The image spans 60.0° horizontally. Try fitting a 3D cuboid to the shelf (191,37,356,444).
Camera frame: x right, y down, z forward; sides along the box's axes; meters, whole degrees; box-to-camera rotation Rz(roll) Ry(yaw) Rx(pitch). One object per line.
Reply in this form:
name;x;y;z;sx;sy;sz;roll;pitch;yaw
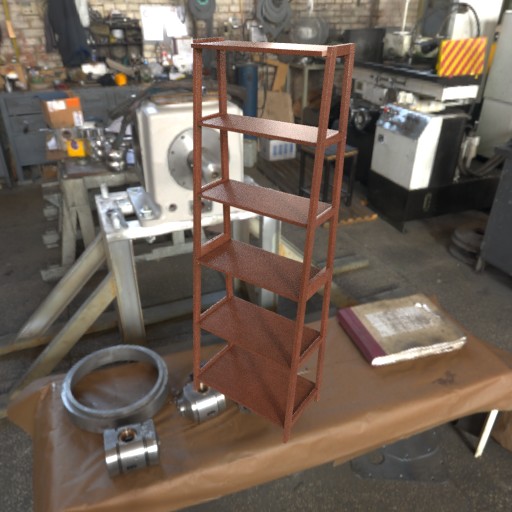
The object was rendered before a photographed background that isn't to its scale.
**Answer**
shelf;0.000;0.000;2.177;0.660;1.892;0.382;19;35;30
